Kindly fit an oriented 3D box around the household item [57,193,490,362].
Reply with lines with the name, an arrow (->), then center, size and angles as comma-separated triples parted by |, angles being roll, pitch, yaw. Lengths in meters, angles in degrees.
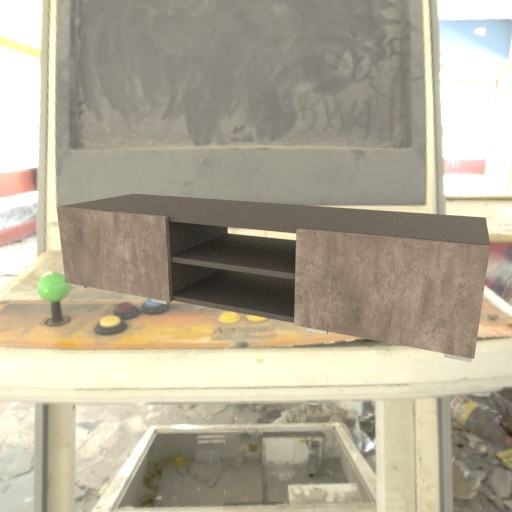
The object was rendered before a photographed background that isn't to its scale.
household item -> 0.000, 0.000, 1.539 | 1.400, 0.310, 0.420 | 7, 17, 24
